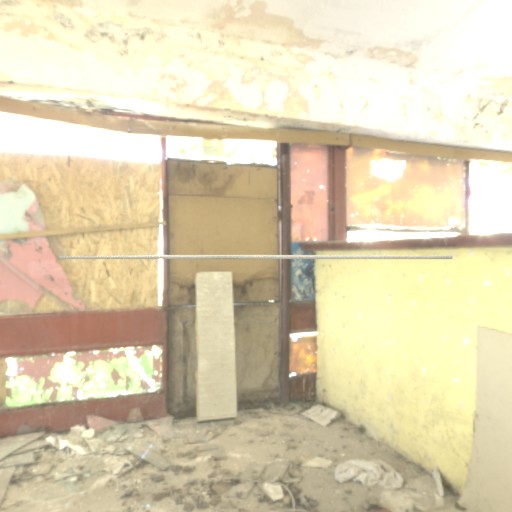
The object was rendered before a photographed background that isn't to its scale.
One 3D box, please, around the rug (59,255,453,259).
[{"bbox_3d":[0.000,0.000,2.283,1.231,0.012,1.835,0,0,0],"label":"rug"}]
